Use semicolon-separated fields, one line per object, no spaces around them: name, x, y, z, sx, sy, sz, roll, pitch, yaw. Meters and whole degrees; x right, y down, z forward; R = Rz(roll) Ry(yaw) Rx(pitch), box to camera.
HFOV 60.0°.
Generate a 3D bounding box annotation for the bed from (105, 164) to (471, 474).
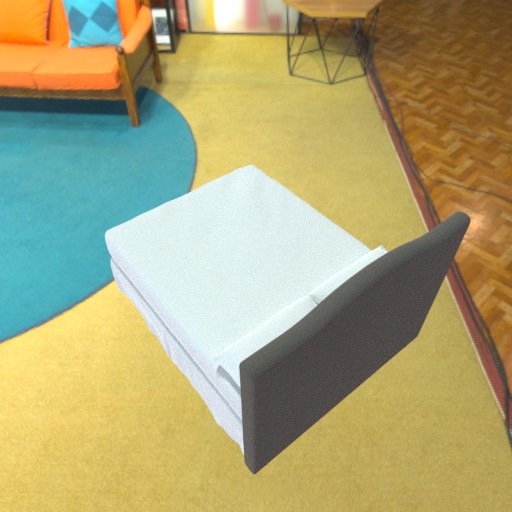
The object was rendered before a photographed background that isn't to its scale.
bed;0.000;0.000;3.223;1.666;1.387;2.036;-30;53;-26
